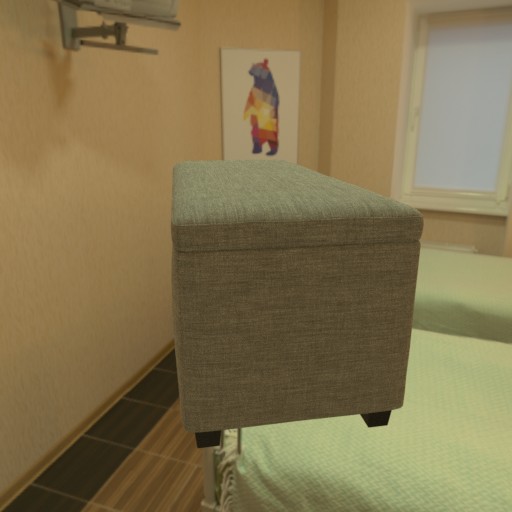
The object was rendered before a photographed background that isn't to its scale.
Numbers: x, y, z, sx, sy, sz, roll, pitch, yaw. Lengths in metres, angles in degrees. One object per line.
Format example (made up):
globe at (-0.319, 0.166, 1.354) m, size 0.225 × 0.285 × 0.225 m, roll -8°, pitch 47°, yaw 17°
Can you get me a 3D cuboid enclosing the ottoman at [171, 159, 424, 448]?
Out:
ottoman at (0.000, 0.000, 1.137) m, size 0.419 × 0.432 × 0.902 m, roll -3°, pitch 17°, yaw -10°
